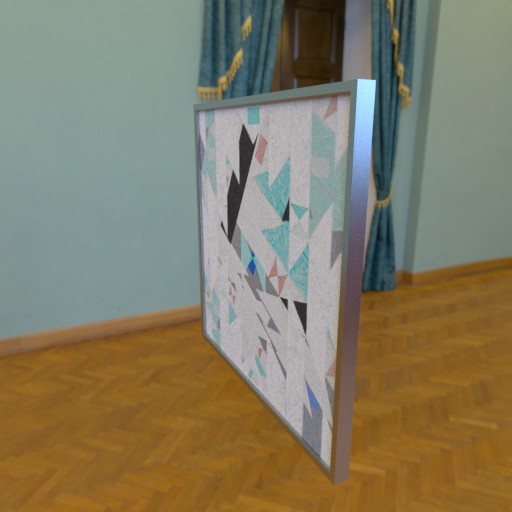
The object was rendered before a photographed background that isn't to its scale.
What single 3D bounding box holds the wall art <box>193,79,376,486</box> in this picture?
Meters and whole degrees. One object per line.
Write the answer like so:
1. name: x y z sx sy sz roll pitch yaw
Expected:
1. wall art: 0.000 0.000 1.186 0.038 0.806 0.806 -8 18 -26
